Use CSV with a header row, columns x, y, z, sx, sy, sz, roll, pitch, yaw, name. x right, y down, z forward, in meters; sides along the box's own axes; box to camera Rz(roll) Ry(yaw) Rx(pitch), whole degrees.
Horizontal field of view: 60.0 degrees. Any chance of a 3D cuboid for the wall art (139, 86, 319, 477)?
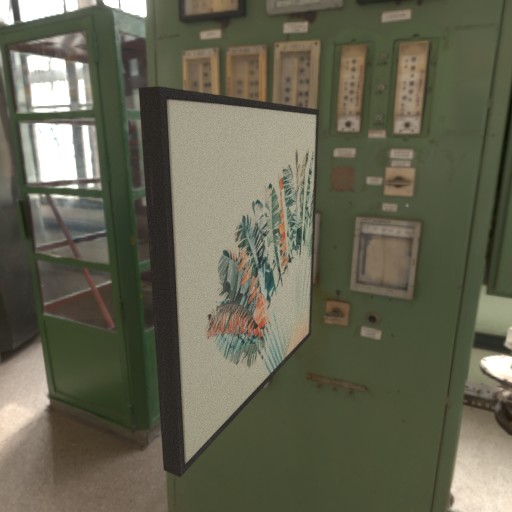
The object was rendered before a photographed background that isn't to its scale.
x,y,z,sx,sy,sz,roll,pitch,yaw,name
0.000,0.000,1.152,0.043,0.758,0.762,8,17,26,wall art
